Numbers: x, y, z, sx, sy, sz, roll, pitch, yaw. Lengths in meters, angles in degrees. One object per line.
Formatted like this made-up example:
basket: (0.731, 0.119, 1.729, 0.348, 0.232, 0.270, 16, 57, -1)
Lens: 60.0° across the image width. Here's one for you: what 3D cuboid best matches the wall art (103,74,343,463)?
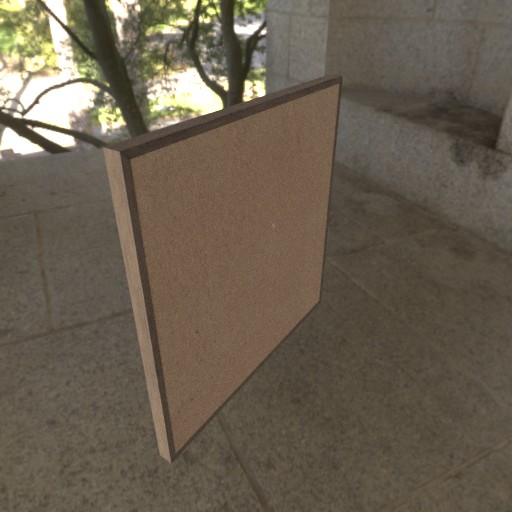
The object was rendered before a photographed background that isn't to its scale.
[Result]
wall art: (0.000, 0.000, 1.131, 0.038, 0.762, 0.762, 20, 37, 29)
